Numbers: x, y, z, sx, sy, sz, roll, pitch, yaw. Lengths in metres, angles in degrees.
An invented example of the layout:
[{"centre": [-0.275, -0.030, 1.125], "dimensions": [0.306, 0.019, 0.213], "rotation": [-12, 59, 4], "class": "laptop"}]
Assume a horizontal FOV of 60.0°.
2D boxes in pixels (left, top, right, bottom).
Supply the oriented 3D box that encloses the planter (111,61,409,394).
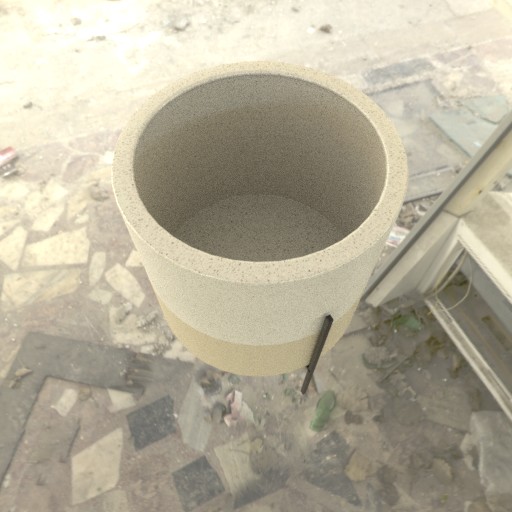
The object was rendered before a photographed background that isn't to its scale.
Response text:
[{"centre": [0.000, 0.000, 0.741], "dimensions": [0.368, 0.484, 0.359], "rotation": [1, 59, 1], "class": "planter"}]
